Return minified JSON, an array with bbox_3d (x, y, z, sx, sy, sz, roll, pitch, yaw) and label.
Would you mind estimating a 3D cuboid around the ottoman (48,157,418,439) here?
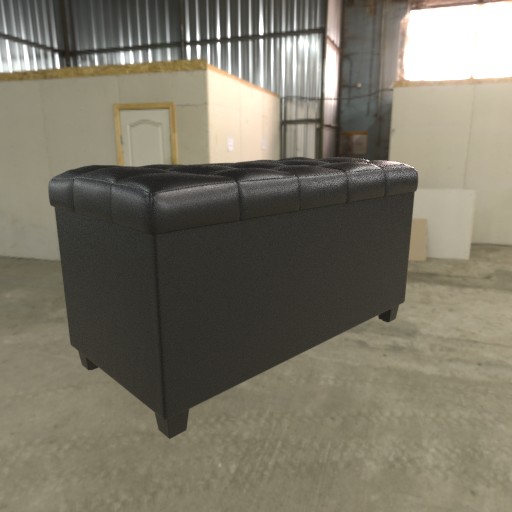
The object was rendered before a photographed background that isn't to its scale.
[{"bbox_3d":[0.000,0.000,1.119,0.838,0.470,0.432,-14,20,-42],"label":"ottoman"}]
